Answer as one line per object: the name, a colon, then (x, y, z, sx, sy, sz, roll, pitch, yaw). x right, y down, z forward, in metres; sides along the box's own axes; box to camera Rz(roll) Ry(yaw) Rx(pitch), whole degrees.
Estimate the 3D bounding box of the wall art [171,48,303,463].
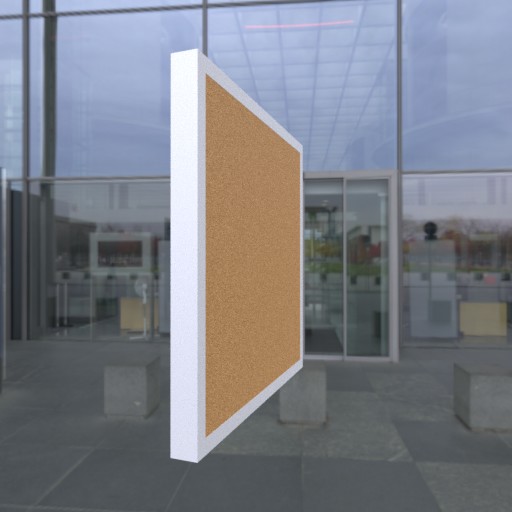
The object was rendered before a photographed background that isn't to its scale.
wall art: (0.000, 0.000, 0.787, 0.038, 0.508, 0.507, 0, 0, 21)
